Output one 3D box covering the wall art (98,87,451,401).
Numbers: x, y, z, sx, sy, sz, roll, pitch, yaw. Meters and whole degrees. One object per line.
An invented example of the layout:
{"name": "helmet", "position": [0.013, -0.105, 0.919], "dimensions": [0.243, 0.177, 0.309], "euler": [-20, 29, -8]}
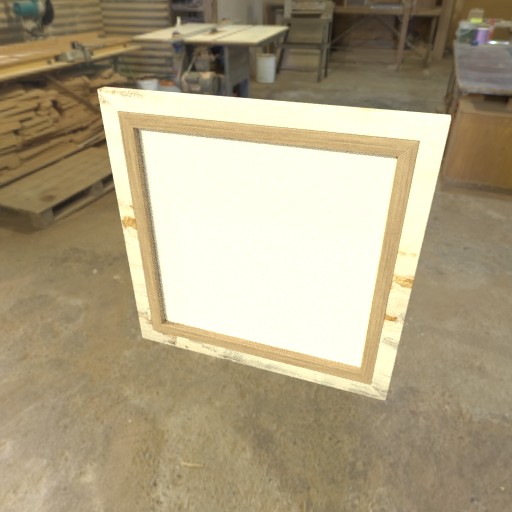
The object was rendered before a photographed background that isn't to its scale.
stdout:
{"name": "wall art", "position": [0.000, 0.000, 1.501], "dimensions": [1.015, 1.018, 0.040], "euler": [11, 34, 16]}
